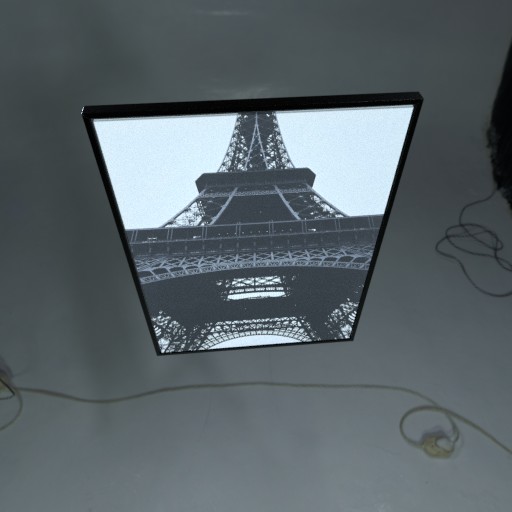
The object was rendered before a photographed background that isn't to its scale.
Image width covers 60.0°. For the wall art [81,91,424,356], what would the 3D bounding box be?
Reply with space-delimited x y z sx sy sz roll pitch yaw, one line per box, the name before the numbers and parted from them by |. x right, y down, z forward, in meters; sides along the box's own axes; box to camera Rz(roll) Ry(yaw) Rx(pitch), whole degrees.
wall art | 0.000 0.000 1.436 0.805 1.062 0.040 -4 47 -3
